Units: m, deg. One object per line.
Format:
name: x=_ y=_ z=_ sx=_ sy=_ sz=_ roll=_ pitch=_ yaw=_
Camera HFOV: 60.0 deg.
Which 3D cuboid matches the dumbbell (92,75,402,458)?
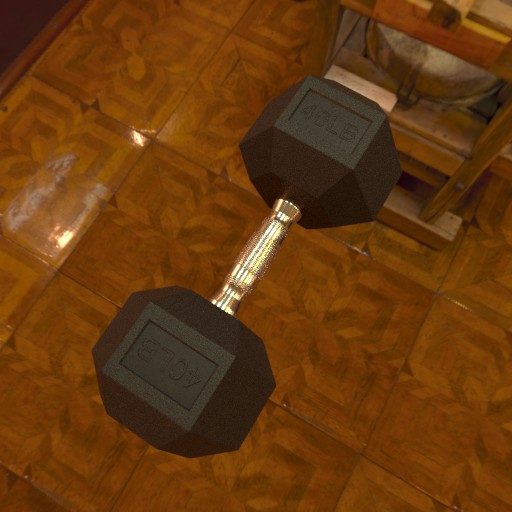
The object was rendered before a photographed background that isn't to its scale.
dumbbell: x=0.000 y=0.000 z=0.424 sx=0.157 sy=0.137 sz=0.361 roll=31 pitch=76 yaw=8
